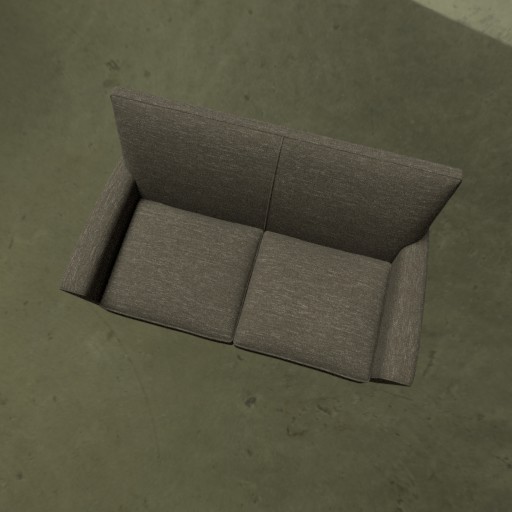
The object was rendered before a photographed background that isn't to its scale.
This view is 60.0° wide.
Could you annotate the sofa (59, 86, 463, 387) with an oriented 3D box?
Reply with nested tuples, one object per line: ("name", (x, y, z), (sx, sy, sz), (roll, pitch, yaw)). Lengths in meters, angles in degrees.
("sofa", (0.000, 0.000, 2.074), (1.509, 0.905, 0.867), (15, 75, 4))
